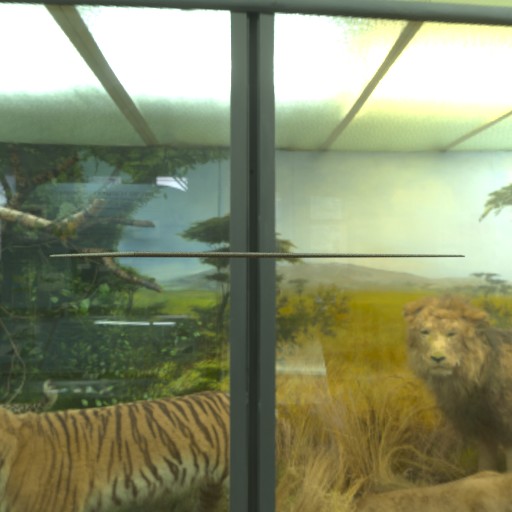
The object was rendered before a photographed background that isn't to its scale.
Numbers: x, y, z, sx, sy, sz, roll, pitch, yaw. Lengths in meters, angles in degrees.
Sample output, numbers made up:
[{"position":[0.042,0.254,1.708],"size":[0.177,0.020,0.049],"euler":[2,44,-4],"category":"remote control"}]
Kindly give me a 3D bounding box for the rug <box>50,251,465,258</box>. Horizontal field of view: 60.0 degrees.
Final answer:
[{"position":[0.000,0.000,2.913],"size":[2.213,0.014,1.608],"euler":[0,-1,-35],"category":"rug"}]
